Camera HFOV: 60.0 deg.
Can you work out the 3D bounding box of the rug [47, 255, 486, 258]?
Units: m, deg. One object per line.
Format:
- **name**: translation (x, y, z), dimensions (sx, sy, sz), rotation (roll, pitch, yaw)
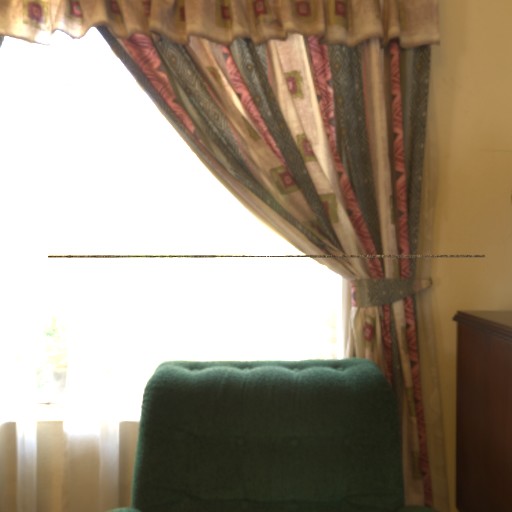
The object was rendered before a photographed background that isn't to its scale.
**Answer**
- **rug**: translation (0.000, 0.000, 2.289), dimensions (1.808, 0.011, 1.189), rotation (0, 0, -17)
